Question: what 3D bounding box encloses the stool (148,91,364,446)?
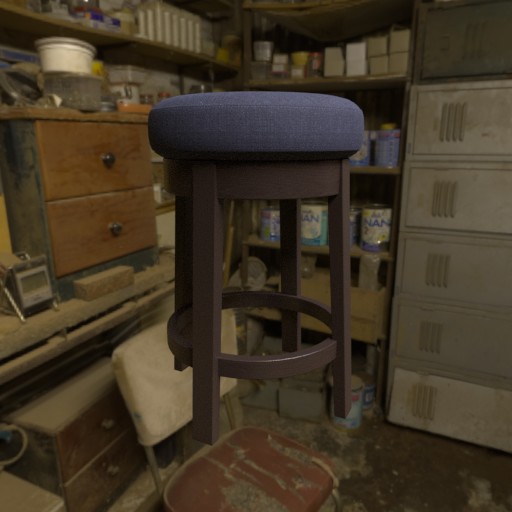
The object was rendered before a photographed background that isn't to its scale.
[{"bbox_3d":[0.000,0.000,0.971,0.449,0.655,0.449,0,15,0],"label":"stool"}]
